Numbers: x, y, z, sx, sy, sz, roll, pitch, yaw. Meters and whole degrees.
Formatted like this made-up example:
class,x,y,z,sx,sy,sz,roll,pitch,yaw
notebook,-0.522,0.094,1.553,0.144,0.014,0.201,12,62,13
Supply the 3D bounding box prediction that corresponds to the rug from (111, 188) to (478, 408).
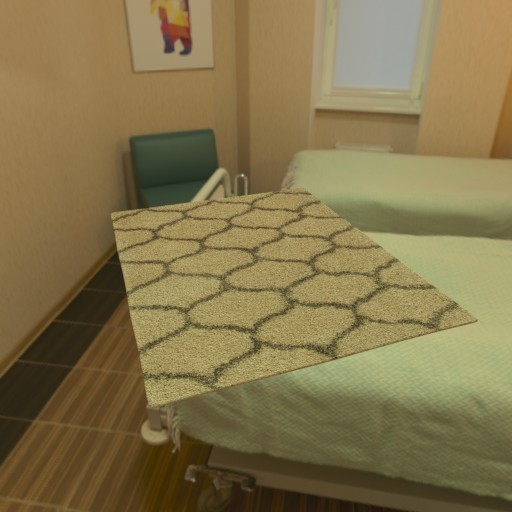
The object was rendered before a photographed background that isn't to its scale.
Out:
class,x,y,z,sx,sy,sz,roll,pitch,yaw
rug,0.000,0.000,4.122,2.399,0.026,3.000,-10,30,-18
